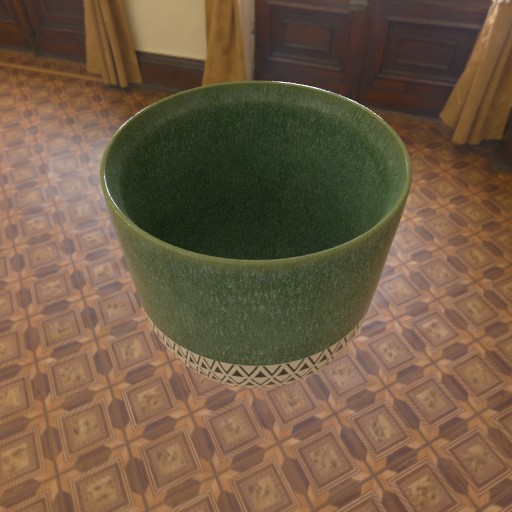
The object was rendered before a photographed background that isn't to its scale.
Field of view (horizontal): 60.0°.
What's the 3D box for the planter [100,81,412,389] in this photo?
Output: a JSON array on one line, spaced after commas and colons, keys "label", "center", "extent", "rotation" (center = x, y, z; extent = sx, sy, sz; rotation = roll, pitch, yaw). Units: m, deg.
[{"label": "planter", "center": [0.000, 0.000, 0.485], "extent": [0.266, 0.270, 0.266], "rotation": [0, 47, 0]}]
